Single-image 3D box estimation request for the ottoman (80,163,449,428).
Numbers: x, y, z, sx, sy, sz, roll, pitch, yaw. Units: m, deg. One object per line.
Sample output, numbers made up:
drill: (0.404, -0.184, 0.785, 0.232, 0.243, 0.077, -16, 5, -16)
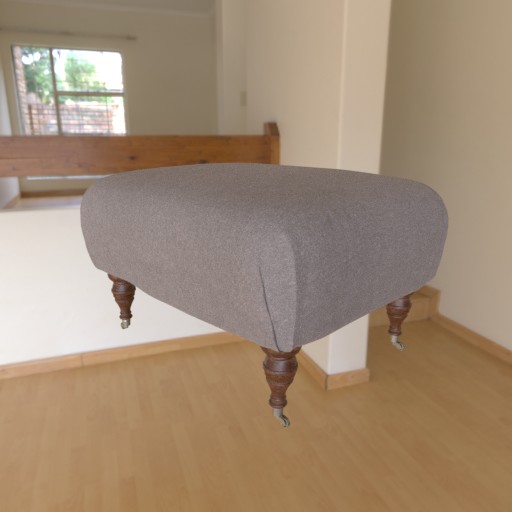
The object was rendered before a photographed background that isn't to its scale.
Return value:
ottoman: (0.000, 0.000, 1.126, 0.622, 0.450, 0.747, -15, 21, -43)
